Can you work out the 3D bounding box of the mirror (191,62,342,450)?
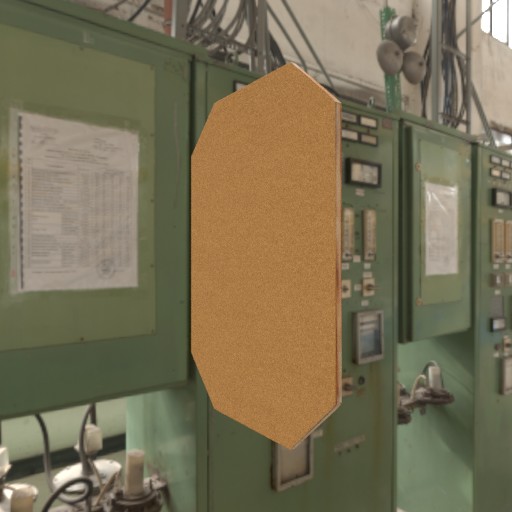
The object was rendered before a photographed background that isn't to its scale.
[{"bbox_3d":[0.000,0.000,1.333,0.061,1.015,0.709,0,0,-36],"label":"mirror"}]
